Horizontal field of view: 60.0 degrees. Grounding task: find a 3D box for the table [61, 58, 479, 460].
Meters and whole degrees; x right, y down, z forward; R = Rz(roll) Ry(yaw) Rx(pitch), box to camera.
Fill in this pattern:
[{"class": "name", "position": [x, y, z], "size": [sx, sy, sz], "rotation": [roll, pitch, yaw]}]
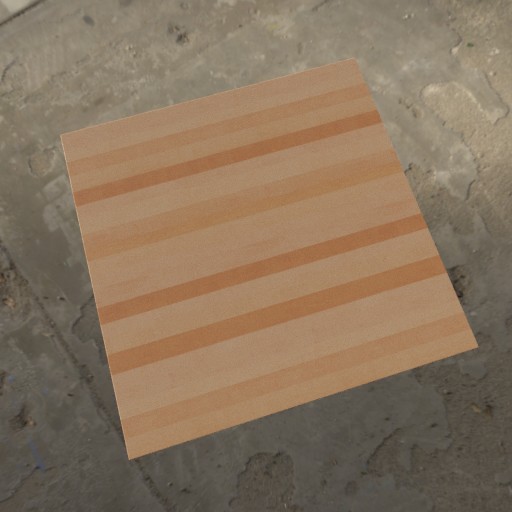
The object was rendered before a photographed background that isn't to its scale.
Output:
[{"class": "table", "position": [0.000, 0.000, 1.411], "size": [0.900, 0.450, 0.900], "rotation": [-16, 75, -4]}]
